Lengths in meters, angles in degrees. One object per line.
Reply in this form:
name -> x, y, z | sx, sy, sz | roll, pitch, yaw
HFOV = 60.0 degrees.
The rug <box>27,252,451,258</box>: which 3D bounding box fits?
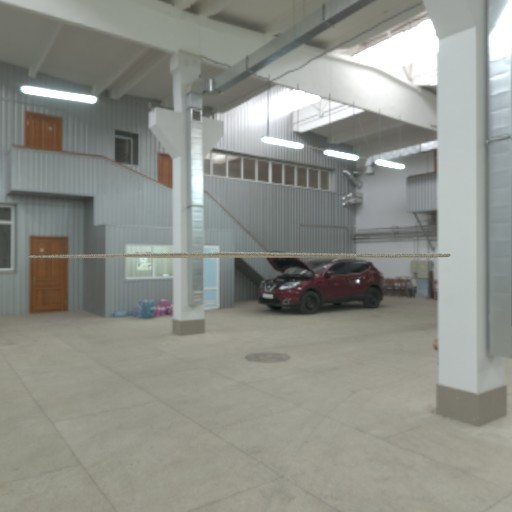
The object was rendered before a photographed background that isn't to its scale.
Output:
rug -> 0.000, 0.000, 2.967 | 2.264, 0.030, 1.624 | 0, 0, 19
